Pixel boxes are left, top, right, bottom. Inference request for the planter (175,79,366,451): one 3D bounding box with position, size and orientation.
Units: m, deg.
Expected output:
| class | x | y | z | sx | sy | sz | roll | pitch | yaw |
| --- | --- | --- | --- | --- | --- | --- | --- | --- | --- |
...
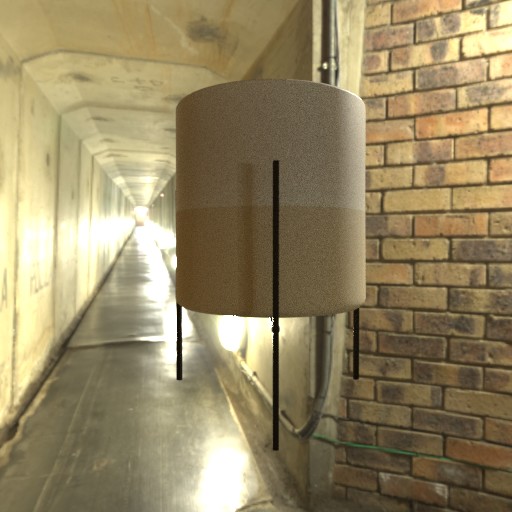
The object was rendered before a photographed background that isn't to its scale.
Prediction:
| class | x | y | z | sx | sy | sz | roll | pitch | yaw |
| --- | --- | --- | --- | --- | --- | --- | --- | --- | --- |
| planter | 0.000 | 0.000 | 0.557 | 0.267 | 0.362 | 0.263 | 0 | 1 | 17 |
